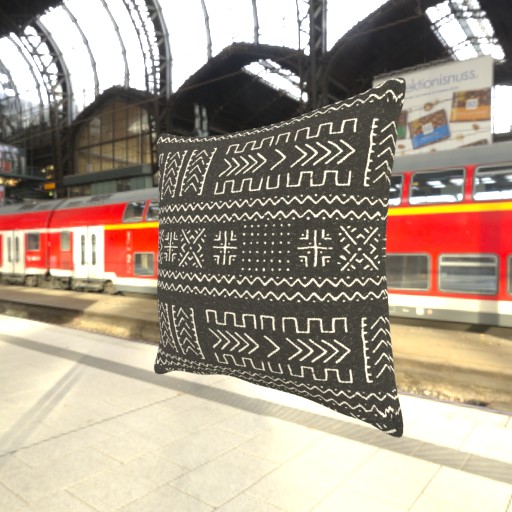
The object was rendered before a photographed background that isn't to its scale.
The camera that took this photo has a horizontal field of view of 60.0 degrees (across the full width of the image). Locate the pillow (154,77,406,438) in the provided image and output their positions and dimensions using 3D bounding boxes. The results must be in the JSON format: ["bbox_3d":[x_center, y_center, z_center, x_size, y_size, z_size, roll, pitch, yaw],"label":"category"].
[{"bbox_3d":[0.000,0.000,0.654,0.438,0.430,0.164,1,1,36],"label":"pillow"}]
